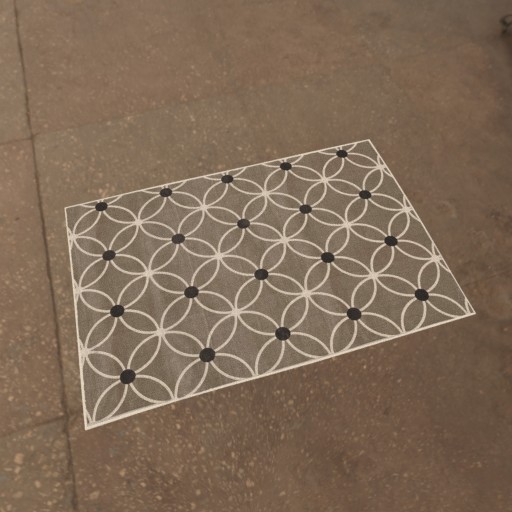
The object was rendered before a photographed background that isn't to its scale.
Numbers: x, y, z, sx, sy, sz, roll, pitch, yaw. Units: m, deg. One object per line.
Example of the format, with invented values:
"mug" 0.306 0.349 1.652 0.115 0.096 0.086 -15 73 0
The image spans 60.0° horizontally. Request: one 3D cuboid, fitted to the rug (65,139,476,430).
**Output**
"rug" 0.000 0.000 2.830 2.284 0.008 1.522 -14 59 -9
